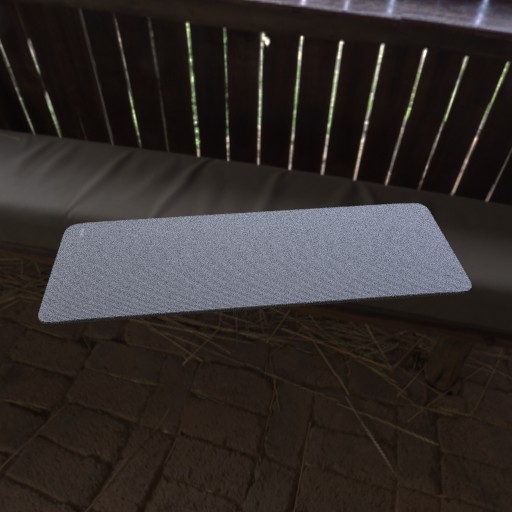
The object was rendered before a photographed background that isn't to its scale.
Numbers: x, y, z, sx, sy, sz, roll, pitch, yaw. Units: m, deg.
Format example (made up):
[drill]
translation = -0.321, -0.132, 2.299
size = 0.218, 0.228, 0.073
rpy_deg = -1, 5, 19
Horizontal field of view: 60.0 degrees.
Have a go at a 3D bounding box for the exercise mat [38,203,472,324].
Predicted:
[exercise mat]
translation = 0.000, 0.000, 2.101
size = 1.884, 0.021, 0.616
rpy_deg = -4, 46, -4
